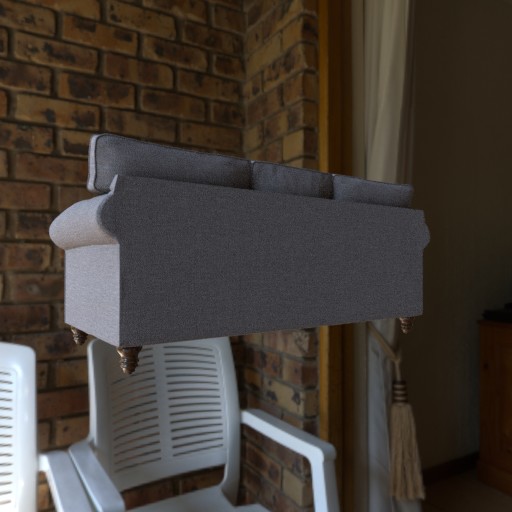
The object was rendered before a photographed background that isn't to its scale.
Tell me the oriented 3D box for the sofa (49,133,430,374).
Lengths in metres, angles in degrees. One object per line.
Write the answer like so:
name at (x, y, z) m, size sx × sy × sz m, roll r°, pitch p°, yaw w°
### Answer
sofa at (0.000, 0.000, 2.571) m, size 2.084 × 0.961 × 0.916 m, roll 1°, pitch -1°, yaw -35°
